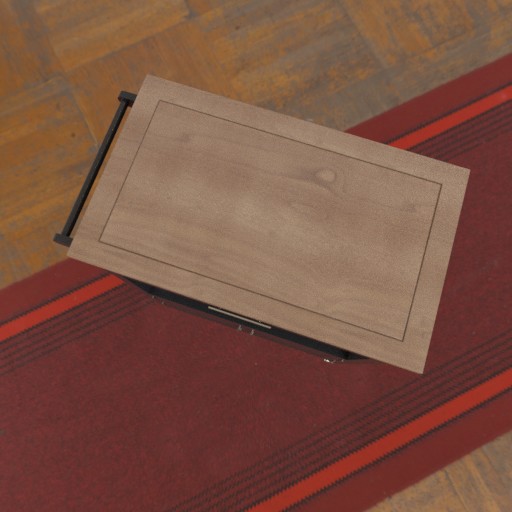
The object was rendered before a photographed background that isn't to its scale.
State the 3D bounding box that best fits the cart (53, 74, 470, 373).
[{"bbox_3d":[0.000,0.000,1.390,0.840,0.901,0.459,18,77,4],"label":"cart"}]
